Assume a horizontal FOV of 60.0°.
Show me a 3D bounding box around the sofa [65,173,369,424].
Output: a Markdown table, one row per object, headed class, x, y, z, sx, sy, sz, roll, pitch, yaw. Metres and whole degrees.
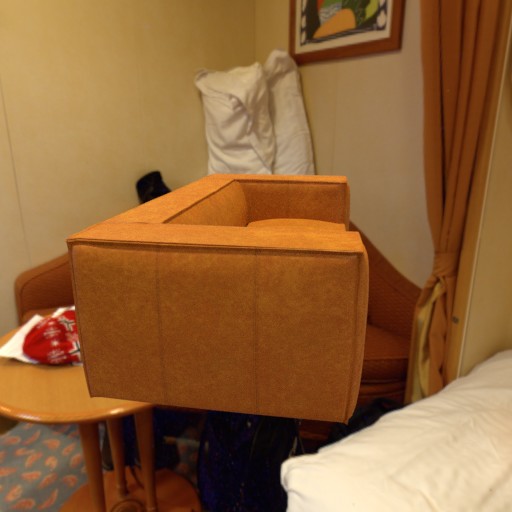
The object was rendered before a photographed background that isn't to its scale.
| class | x | y | z | sx | sy | sz | roll | pitch | yaw |
| --- | --- | --- | --- | --- | --- | --- | --- | --- | --- |
| sofa | 0.000 | 0.000 | 2.532 | 1.102 | 0.703 | 2.088 | 3 | 17 | 9 |
